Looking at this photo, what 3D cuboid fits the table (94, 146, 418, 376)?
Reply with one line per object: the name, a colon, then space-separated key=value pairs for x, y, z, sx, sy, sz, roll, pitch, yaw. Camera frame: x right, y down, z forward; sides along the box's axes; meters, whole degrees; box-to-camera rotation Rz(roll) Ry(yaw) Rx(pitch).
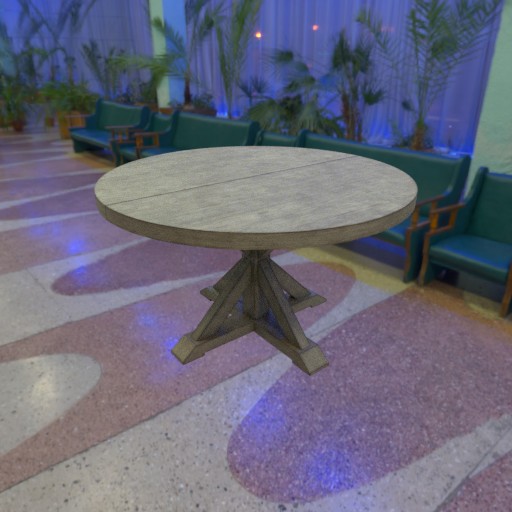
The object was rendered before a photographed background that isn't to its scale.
table: x=0.000 y=0.000 z=2.125 sx=1.363 sy=0.781 sz=1.363 roll=0 pitch=25 yaw=0
